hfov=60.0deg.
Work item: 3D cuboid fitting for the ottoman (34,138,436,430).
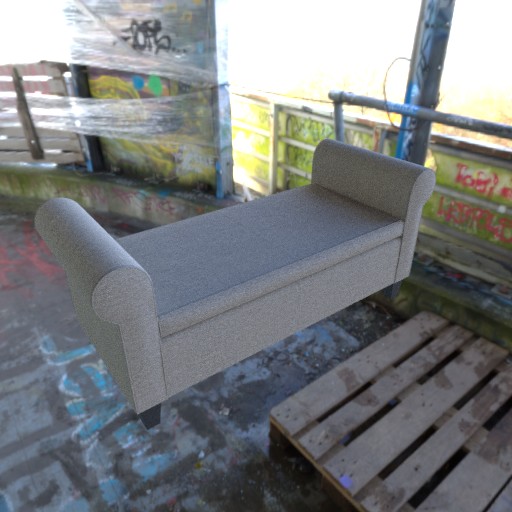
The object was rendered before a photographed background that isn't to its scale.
[{"bbox_3d":[0.000,0.000,1.560,1.256,0.547,0.521,-20,35,-31],"label":"ottoman"}]
